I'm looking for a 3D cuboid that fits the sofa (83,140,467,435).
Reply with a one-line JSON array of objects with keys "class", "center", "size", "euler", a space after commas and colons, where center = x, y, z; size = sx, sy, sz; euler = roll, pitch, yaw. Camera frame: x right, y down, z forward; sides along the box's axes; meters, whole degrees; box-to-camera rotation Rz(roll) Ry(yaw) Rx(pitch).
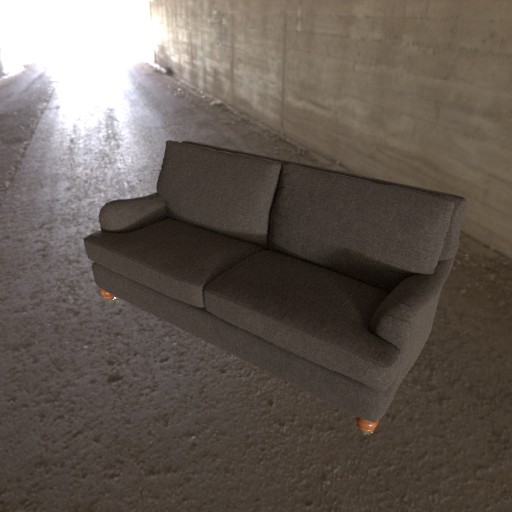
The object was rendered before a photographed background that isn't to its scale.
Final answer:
[{"class": "sofa", "center": [0.000, 0.000, 2.789], "size": [2.160, 1.054, 1.087], "euler": [19, 34, 30]}]
